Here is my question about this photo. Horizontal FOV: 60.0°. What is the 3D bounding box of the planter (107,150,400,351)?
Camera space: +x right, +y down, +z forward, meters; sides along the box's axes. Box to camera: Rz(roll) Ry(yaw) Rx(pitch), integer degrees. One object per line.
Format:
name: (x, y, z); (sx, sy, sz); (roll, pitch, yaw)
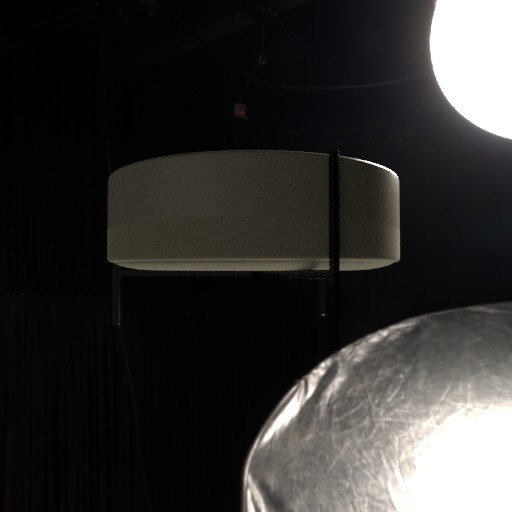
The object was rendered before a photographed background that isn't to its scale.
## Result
planter: (0.000, 0.000, 0.539); (0.336, 0.171, 0.345); (-1, -2, 36)
